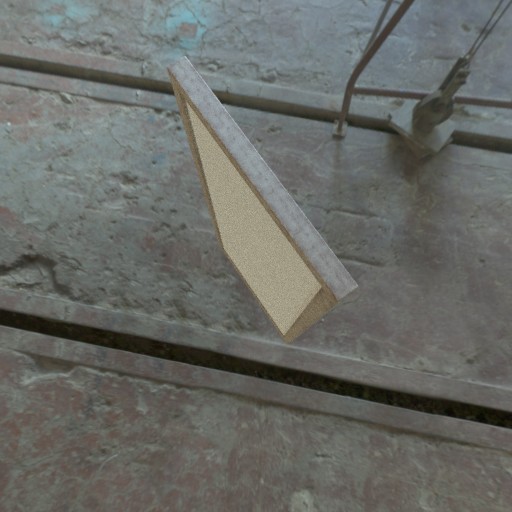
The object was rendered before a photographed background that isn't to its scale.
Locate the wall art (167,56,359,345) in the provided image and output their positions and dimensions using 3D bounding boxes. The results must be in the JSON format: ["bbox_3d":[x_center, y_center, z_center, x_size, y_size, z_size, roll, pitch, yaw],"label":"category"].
[{"bbox_3d":[0.000,0.000,1.646,0.051,1.461,0.648,-33,78,-8],"label":"wall art"}]
